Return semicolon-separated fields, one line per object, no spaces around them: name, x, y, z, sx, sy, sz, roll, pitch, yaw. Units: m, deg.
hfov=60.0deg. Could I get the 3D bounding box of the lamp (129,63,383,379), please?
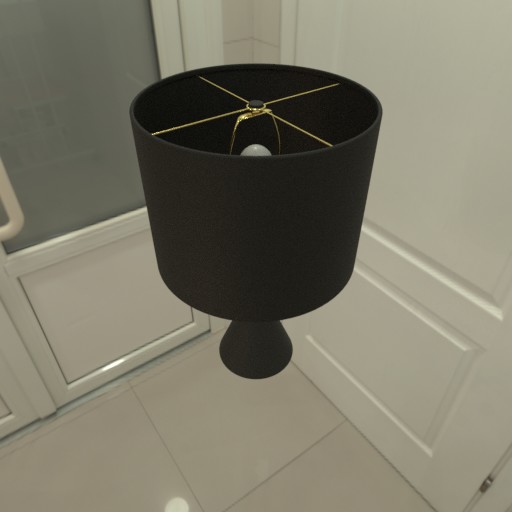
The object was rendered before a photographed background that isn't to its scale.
lamp;0.000;0.000;0.827;0.359;0.584;0.359;-25;45;-27
